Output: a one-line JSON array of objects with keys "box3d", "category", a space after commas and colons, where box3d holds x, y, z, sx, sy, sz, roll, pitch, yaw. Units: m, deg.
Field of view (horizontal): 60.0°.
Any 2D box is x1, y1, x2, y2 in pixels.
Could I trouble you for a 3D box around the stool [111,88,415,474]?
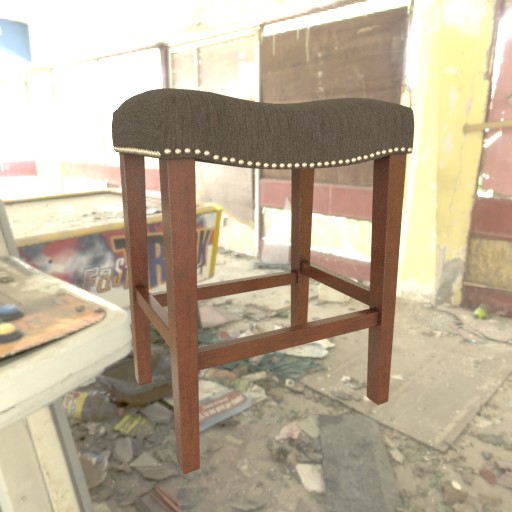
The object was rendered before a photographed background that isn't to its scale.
[{"box3d": [0.000, 0.000, 0.957, 0.504, 0.654, 0.372, -8, 17, -27], "category": "stool"}]
